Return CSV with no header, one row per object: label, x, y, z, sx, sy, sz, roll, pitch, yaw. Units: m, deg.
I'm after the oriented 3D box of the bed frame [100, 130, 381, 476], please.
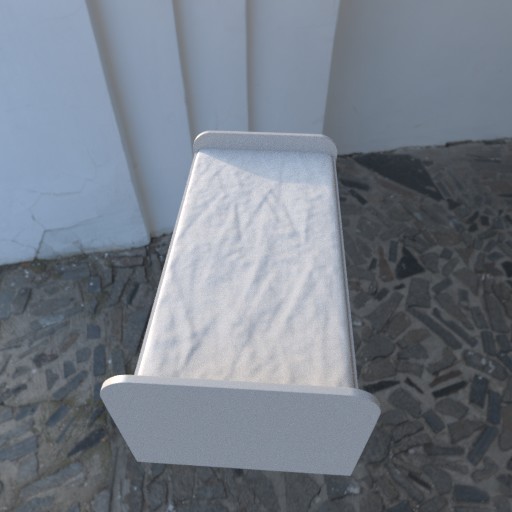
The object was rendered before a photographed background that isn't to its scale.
bed frame,0.000,0.000,2.438,0.998,0.805,1.963,3,47,2
